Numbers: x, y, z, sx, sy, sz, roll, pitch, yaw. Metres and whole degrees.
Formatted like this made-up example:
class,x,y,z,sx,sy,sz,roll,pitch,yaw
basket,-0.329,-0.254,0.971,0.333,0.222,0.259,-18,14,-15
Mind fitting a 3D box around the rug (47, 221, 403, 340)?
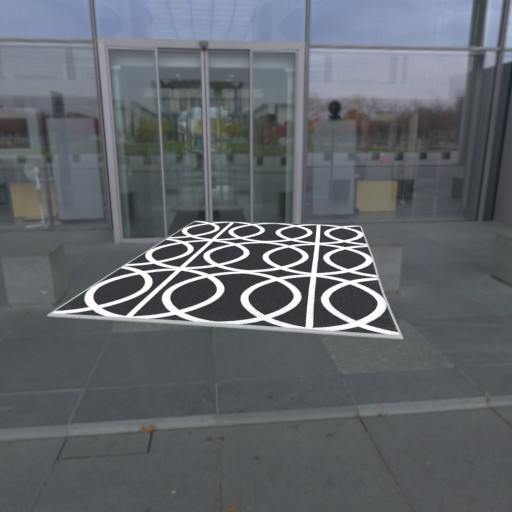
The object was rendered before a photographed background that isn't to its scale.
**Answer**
class,x,y,z,sx,sy,sz,roll,pitch,yaw
rug,0.000,0.000,2.931,1.526,0.014,2.290,2,15,8
